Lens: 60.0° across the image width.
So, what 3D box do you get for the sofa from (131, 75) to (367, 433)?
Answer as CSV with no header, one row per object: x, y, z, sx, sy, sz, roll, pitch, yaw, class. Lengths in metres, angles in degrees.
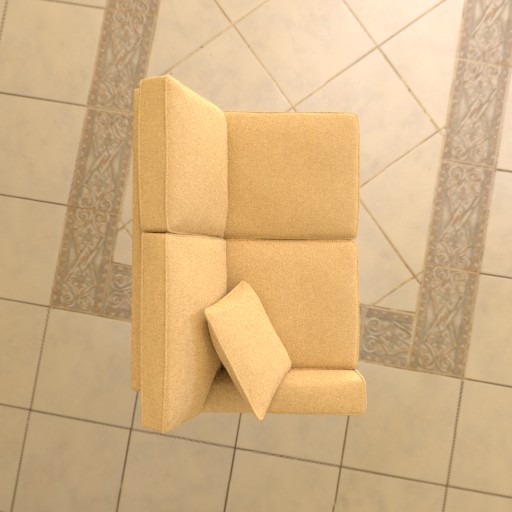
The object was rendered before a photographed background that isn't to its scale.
0.000,0.000,2.091,0.991,0.989,1.388,0,88,2,sofa
